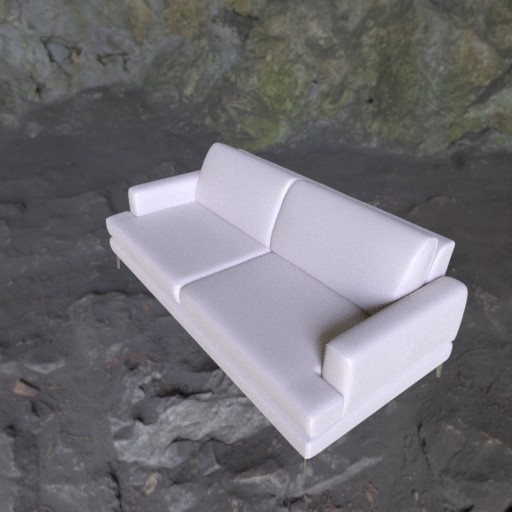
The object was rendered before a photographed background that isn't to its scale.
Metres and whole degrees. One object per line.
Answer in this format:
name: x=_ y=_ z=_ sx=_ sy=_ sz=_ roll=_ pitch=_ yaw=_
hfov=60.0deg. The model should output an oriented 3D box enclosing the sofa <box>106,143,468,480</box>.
sofa: x=0.000 y=0.000 z=2.387 sx=0.974 sy=0.765 sz=1.940 roll=-21 pitch=37 yaw=-31
